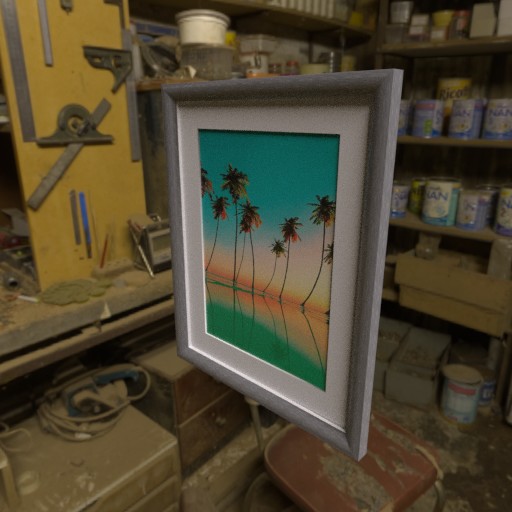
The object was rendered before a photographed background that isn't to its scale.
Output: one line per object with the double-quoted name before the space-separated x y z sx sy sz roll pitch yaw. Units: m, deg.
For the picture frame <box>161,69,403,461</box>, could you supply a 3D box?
"picture frame" 0.000 0.000 0.751 0.454 0.559 0.029 16 24 41
